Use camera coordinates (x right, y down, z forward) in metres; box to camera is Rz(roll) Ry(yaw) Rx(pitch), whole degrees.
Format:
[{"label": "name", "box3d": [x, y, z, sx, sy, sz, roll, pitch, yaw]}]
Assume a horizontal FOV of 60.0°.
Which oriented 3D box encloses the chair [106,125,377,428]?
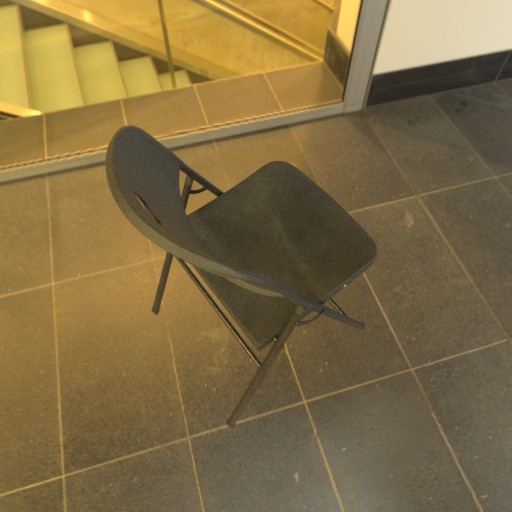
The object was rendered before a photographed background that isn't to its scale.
[{"label": "chair", "box3d": [0.000, 0.000, 1.181, 0.566, 0.810, 0.494, -31, 62, -19]}]
